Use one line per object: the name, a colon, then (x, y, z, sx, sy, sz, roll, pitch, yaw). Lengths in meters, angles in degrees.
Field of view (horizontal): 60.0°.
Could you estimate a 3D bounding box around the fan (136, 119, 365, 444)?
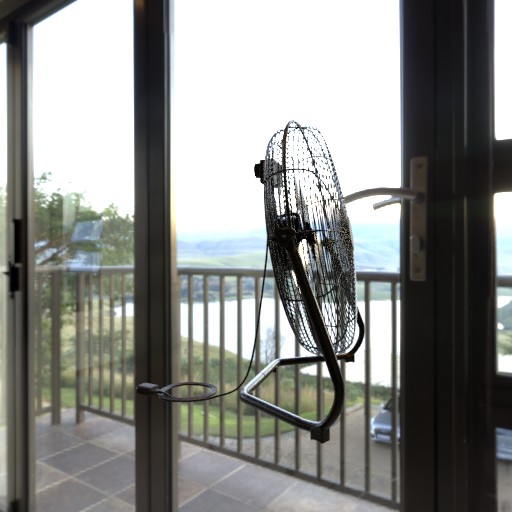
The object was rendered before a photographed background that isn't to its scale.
fan: (0.000, 0.000, 0.947, 0.424, 0.546, 0.555, 0, 0, 17)
